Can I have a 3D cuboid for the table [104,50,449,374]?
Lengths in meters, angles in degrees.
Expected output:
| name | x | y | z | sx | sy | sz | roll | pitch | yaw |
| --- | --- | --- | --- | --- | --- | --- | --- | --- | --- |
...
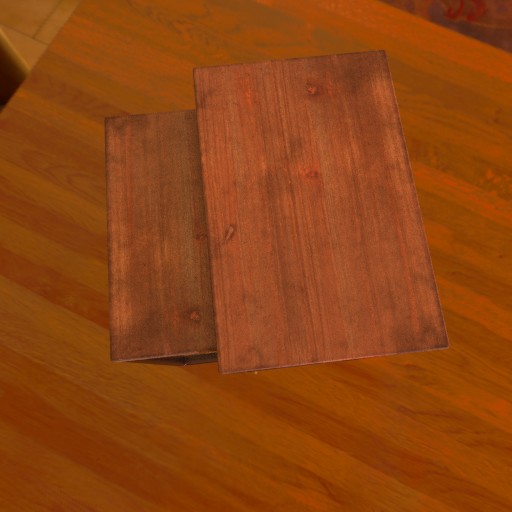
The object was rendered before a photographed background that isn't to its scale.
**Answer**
| name | x | y | z | sx | sy | sz | roll | pitch | yaw |
| --- | --- | --- | --- | --- | --- | --- | --- | --- | --- |
| table | 0.000 | 0.000 | 0.904 | 0.460 | 0.615 | 0.456 | -4 | 75 | -1 |
